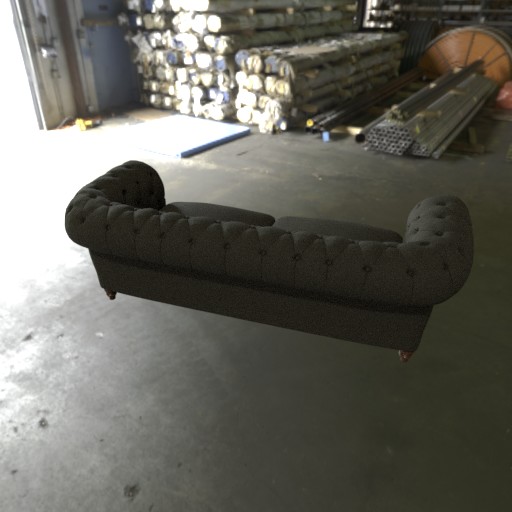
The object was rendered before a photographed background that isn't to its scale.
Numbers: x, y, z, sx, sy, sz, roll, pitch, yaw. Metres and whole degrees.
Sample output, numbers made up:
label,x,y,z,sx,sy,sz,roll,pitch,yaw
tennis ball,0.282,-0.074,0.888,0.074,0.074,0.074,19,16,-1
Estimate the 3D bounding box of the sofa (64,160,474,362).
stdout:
label,x,y,z,sx,sy,sz,roll,pitch,yaw
sofa,0.000,0.000,2.700,2.362,0.762,0.991,9,31,16
